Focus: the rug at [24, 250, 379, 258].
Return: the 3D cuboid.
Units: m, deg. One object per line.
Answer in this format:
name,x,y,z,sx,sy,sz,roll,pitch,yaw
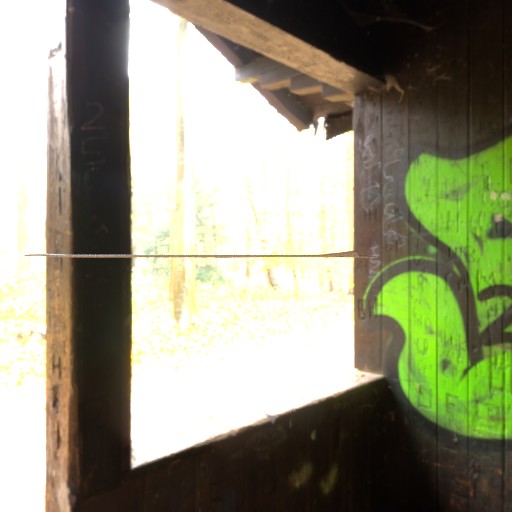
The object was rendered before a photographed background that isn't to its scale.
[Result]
rug,0.000,0.000,2.391,1.214,0.023,1.947,0,0,17
